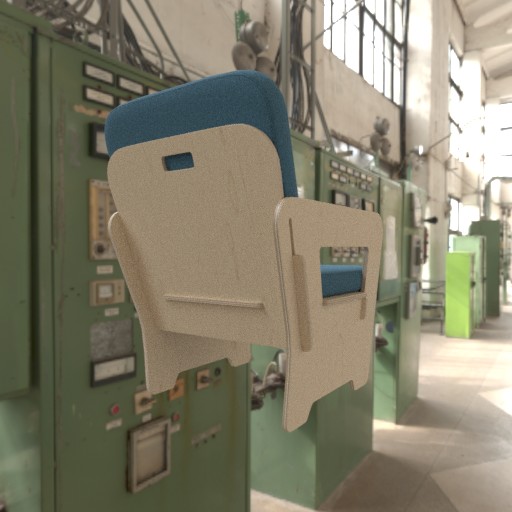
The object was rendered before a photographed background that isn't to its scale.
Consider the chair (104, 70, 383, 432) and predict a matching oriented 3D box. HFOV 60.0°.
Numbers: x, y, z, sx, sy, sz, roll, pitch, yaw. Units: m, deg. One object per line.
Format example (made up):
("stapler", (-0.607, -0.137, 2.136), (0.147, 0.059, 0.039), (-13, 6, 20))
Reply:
("chair", (0.000, 0.000, 1.214), (0.547, 0.747, 0.657), (0, 1, 35))
